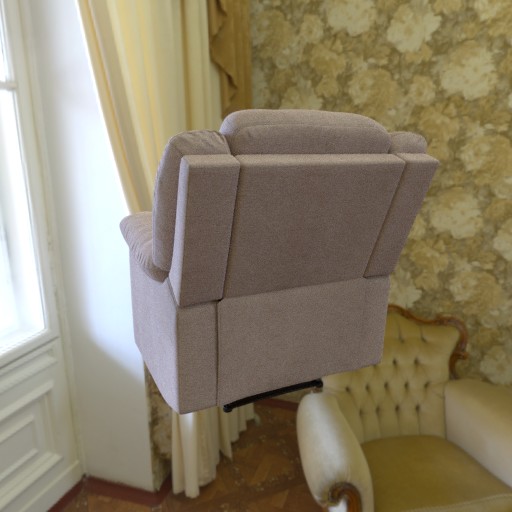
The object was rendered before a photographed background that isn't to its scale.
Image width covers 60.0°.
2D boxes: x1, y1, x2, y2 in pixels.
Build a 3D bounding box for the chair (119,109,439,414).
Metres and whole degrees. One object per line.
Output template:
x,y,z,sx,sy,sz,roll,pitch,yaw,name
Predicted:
0.000,0.000,1.672,0.899,1.008,0.944,-6,15,-25,chair
